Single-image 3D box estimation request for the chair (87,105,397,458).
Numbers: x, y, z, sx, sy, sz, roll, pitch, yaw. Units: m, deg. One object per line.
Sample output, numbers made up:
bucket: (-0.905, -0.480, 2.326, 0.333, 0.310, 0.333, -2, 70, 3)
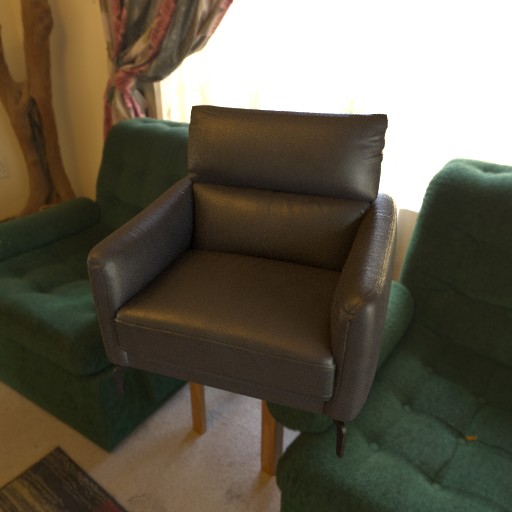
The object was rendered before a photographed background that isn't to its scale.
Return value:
chair: (0.000, 0.000, 1.640, 0.976, 0.949, 0.809, 9, 28, 17)
